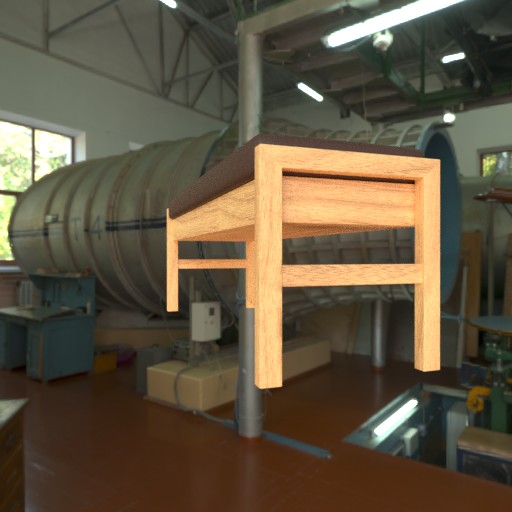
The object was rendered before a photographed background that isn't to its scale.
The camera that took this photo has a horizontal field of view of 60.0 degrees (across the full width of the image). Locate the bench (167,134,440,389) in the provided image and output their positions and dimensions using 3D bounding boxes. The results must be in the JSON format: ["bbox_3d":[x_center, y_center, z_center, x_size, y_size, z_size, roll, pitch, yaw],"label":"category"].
[{"bbox_3d":[0.000,0.000,1.434,0.405,0.480,1.200,0,0,-19],"label":"bench"}]
